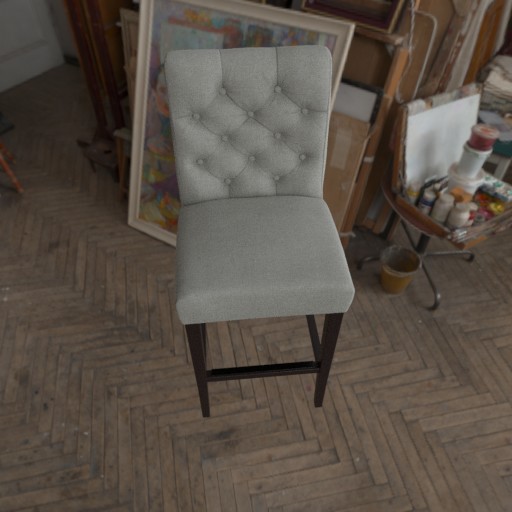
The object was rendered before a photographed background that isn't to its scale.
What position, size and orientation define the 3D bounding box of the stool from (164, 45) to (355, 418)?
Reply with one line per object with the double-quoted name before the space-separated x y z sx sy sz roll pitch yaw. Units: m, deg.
"stool" 0.000 0.000 1.465 0.493 1.140 0.601 -4 47 -4
